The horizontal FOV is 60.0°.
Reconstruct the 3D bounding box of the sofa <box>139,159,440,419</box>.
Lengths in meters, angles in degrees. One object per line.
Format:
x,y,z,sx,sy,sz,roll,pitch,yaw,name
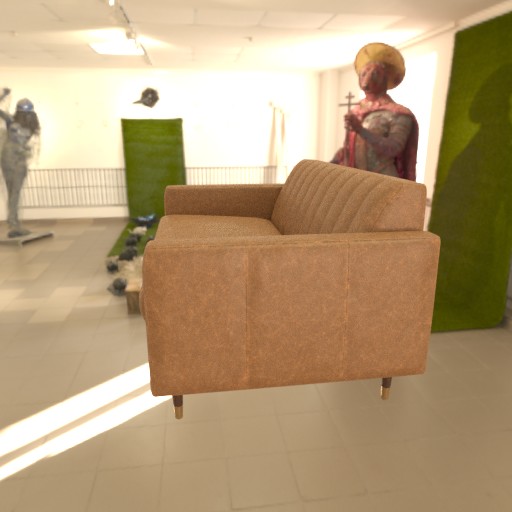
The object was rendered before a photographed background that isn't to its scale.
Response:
0.000,0.000,2.104,0.960,0.820,1.549,-2,16,-8,sofa
